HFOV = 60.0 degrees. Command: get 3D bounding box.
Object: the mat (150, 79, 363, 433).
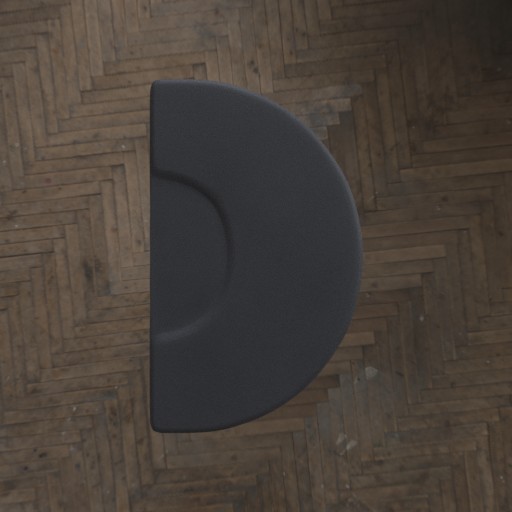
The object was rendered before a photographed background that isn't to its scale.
[{"bbox_3d":[0.000,0.000,1.899,0.917,0.022,1.525,0,90,1],"label":"mat"}]
